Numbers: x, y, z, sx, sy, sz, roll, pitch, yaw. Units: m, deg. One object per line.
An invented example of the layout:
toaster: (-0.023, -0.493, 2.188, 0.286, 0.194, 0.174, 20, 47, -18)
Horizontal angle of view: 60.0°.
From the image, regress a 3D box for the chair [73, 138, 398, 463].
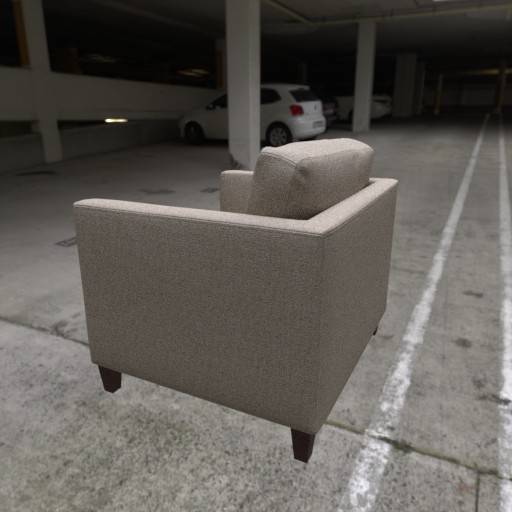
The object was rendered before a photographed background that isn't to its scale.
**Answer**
chair: (0.000, 0.000, 1.870, 0.959, 0.961, 1.107, 9, 19, 26)
